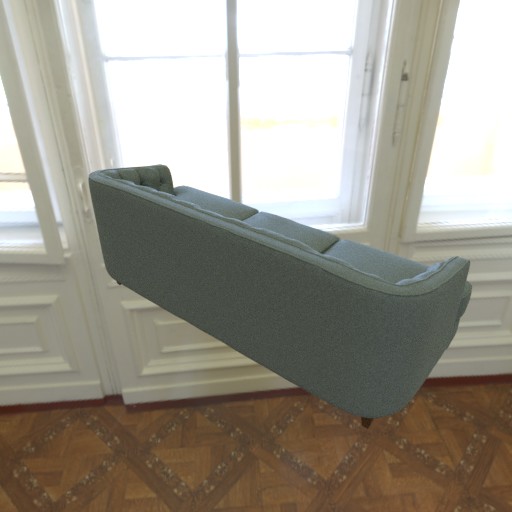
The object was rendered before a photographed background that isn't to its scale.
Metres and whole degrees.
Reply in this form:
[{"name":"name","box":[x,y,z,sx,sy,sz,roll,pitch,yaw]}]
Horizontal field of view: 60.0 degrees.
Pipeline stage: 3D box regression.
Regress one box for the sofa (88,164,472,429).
[{"name":"sofa","box":[0.000,0.000,2.684,2.278,0.855,0.941,22,37,33]}]
